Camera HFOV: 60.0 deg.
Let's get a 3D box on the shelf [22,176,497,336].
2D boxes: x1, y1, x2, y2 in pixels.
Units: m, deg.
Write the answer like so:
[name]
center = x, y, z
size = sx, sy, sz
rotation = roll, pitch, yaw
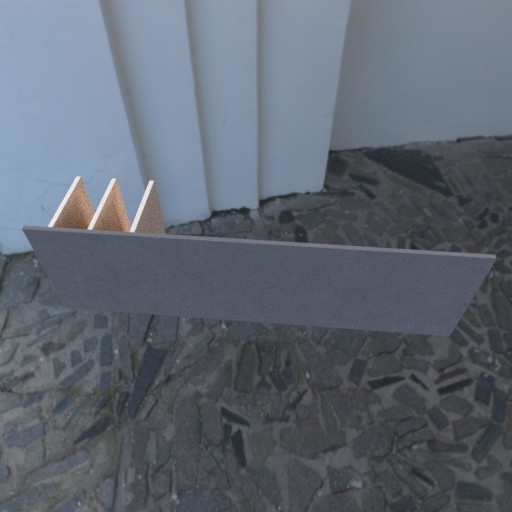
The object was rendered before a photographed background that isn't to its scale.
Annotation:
[shelf]
center = 0.000, 0.000, 1.126
size = 1.020, 0.300, 0.200
rotation = 4, 48, 3
